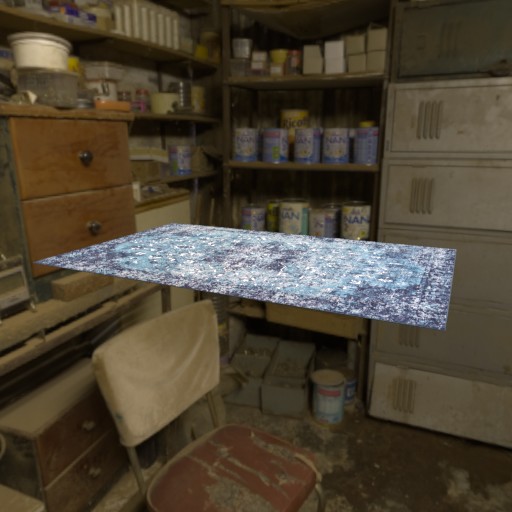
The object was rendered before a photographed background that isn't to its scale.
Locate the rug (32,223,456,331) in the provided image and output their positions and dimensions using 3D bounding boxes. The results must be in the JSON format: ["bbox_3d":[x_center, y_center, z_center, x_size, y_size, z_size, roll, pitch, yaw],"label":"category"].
[{"bbox_3d":[0.000,0.000,2.992,2.440,0.007,1.525,7,16,24],"label":"rug"}]
